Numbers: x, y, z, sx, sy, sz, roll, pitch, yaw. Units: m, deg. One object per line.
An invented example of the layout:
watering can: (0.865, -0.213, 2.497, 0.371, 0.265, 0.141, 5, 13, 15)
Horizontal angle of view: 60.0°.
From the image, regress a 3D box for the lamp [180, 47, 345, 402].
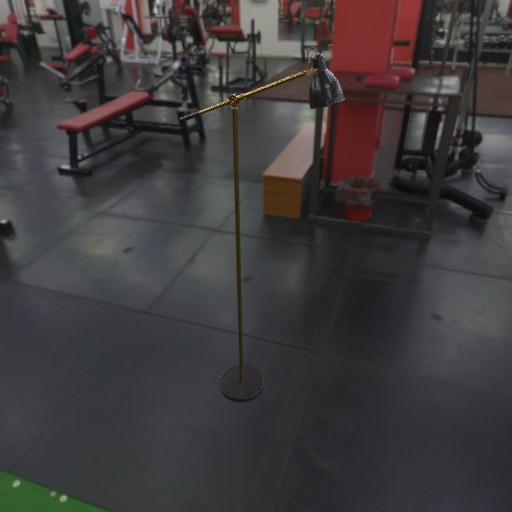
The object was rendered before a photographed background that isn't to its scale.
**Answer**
lamp: (0.000, 0.000, 1.885, 0.618, 1.628, 0.235, 12, 33, 18)
